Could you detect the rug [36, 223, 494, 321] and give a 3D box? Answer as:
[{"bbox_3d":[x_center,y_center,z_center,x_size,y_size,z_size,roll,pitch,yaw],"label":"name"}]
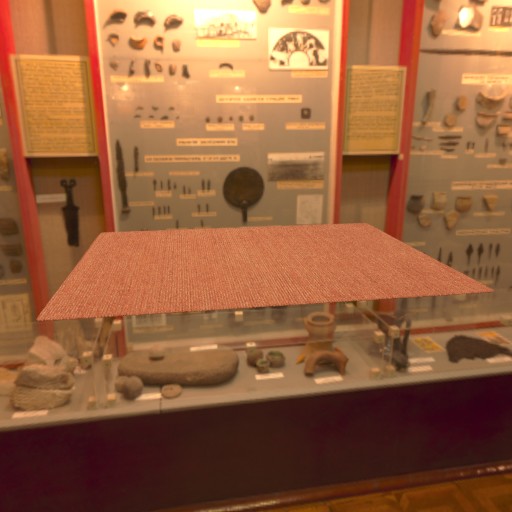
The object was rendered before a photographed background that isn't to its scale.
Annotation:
[{"bbox_3d":[0.000,0.000,2.744,2.112,0.009,1.594,-3,17,-9],"label":"rug"}]
